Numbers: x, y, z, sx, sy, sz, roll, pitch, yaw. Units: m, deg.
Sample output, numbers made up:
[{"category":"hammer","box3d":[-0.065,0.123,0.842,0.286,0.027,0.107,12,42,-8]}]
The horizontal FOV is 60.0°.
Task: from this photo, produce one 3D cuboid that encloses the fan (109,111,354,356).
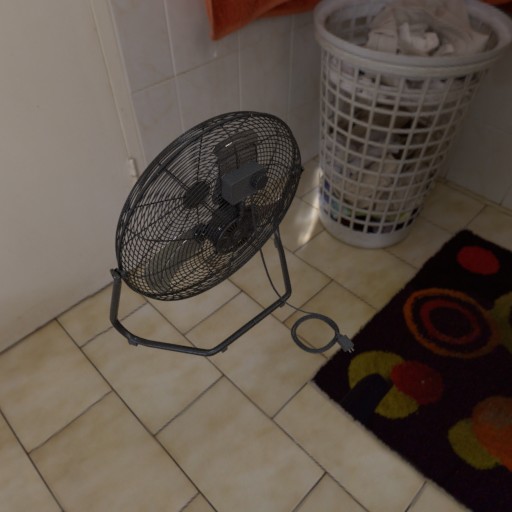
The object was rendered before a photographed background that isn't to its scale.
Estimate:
[{"category":"fan","box3d":[0.000,0.000,0.933,0.555,0.546,0.424,-34,56,-27]}]
